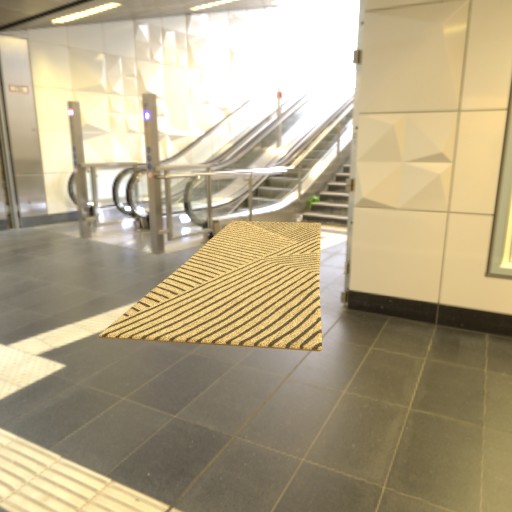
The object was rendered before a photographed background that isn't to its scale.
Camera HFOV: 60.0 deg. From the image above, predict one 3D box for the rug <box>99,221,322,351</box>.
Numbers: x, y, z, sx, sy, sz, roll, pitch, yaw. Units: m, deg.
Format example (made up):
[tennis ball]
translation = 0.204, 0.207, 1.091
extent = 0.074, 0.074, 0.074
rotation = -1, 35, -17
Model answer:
[rug]
translation = 0.000, 0.000, 2.654
extent = 0.773, 0.020, 2.439
rotation = 2, 14, 8
